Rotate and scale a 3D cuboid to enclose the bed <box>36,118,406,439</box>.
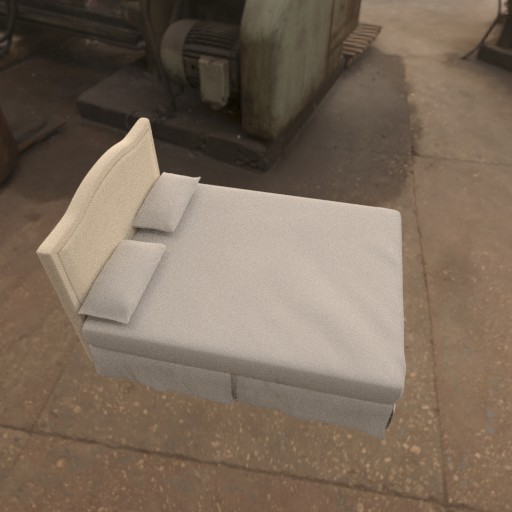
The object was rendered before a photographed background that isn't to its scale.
[{"bbox_3d":[0.000,0.000,3.618,2.477,1.437,1.977,9,47,8],"label":"bed"}]
